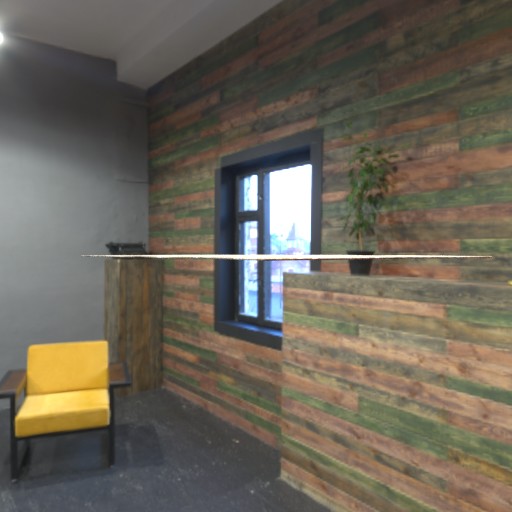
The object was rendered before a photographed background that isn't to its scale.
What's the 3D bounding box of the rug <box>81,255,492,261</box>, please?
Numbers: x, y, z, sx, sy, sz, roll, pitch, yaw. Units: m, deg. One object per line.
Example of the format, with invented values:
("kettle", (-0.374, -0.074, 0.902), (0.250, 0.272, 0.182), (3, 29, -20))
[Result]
("rug", (0.000, 0.000, 2.725), (1.524, 0.013, 2.135), (0, 1, -37))
